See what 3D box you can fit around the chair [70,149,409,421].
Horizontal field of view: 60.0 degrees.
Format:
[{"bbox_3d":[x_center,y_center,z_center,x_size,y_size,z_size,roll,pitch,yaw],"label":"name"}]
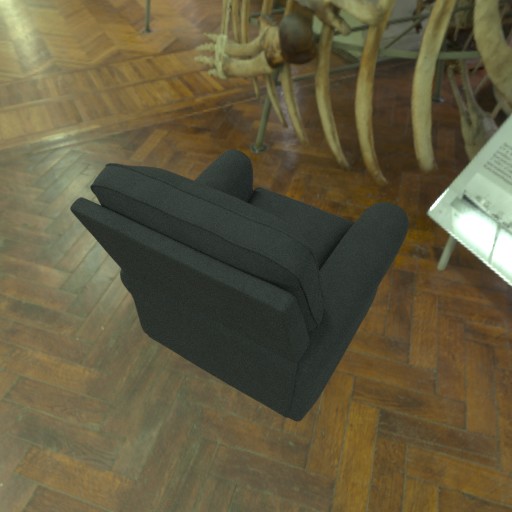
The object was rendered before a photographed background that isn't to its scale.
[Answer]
[{"bbox_3d":[0.000,0.000,1.656,0.890,0.961,0.878,24,50,22],"label":"chair"}]
